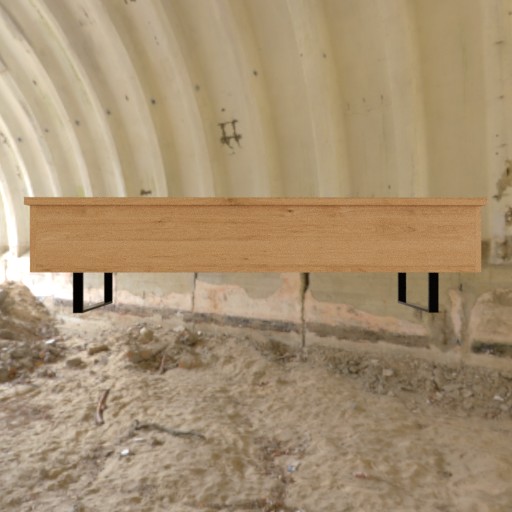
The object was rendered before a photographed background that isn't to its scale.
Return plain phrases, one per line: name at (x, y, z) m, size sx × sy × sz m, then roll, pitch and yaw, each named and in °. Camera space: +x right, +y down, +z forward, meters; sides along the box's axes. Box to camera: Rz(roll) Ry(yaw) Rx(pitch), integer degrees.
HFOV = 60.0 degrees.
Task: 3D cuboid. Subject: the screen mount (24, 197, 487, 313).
screen mount at (0.000, 0.000, 1.849) m, size 1.700 × 0.430 × 0.450 m, roll 0°, pitch 0°, yaw -1°
